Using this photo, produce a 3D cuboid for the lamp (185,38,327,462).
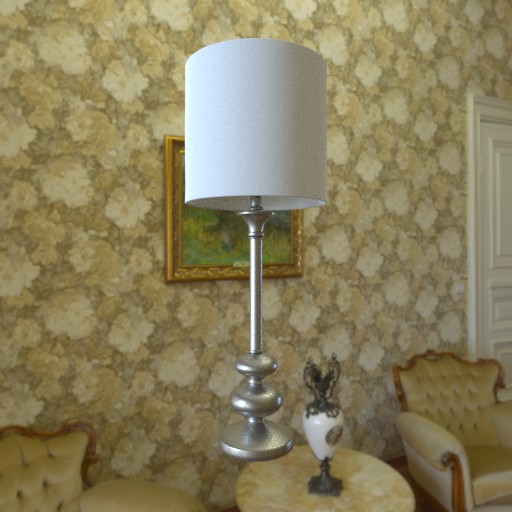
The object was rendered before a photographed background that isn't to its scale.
[{"bbox_3d":[0.000,0.000,0.804,0.254,0.690,0.254,0,1,17],"label":"lamp"}]
